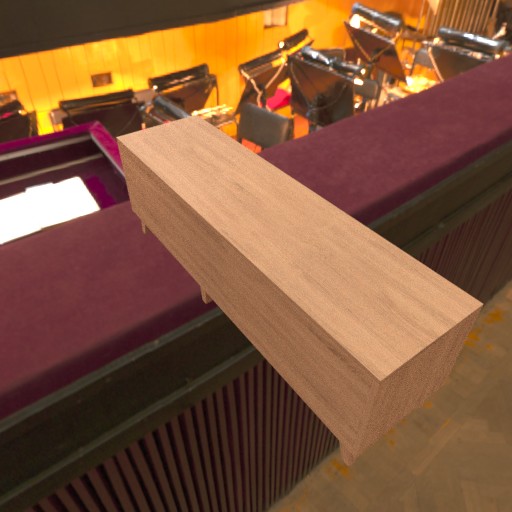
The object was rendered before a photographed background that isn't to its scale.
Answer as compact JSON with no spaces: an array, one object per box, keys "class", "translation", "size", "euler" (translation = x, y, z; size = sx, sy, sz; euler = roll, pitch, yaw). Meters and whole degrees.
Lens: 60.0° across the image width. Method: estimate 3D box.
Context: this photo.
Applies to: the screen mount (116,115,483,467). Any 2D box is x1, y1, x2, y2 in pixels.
[{"class":"screen mount","translation":[0.000,0.000,1.710],"size":[0.400,0.510,1.500],"euler":[-25,47,-26]}]
